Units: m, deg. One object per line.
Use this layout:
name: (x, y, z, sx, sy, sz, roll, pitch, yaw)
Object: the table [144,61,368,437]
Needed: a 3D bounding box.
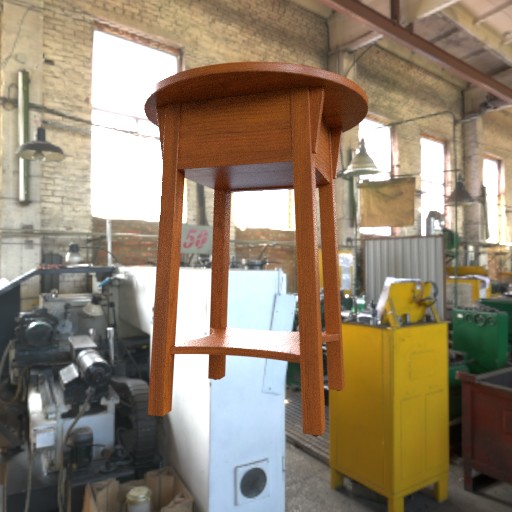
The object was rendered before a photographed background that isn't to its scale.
table: (0.000, 0.000, 0.925, 0.457, 0.610, 0.457, 0, -1, 0)
